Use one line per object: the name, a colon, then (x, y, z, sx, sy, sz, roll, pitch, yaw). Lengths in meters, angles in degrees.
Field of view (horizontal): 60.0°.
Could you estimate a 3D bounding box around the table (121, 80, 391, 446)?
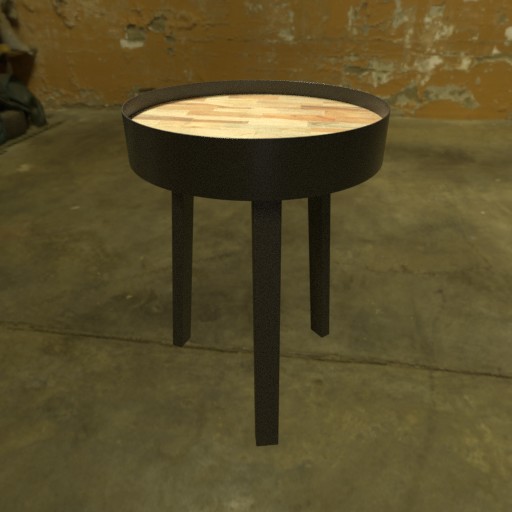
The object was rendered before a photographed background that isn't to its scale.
table: (0.000, 0.000, 0.834, 0.406, 0.559, 0.406, 0, 31, 0)
